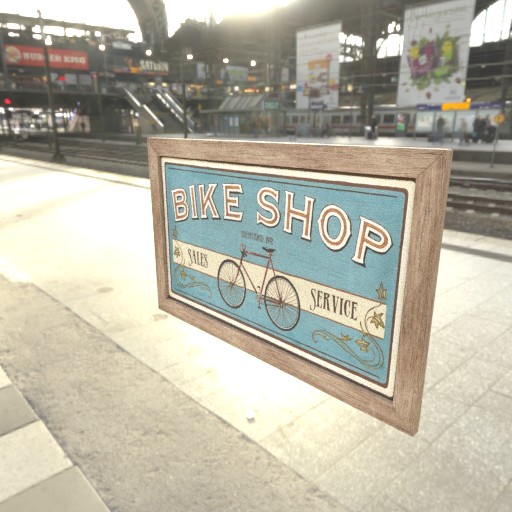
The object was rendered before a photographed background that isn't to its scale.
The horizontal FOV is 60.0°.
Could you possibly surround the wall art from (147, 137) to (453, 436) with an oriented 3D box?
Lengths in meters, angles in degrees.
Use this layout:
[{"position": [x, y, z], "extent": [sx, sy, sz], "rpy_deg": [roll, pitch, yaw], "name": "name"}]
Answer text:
[{"position": [0.000, 0.000, 0.961], "extent": [0.780, 0.480, 0.021], "rpy_deg": [16, 23, 43], "name": "wall art"}]
